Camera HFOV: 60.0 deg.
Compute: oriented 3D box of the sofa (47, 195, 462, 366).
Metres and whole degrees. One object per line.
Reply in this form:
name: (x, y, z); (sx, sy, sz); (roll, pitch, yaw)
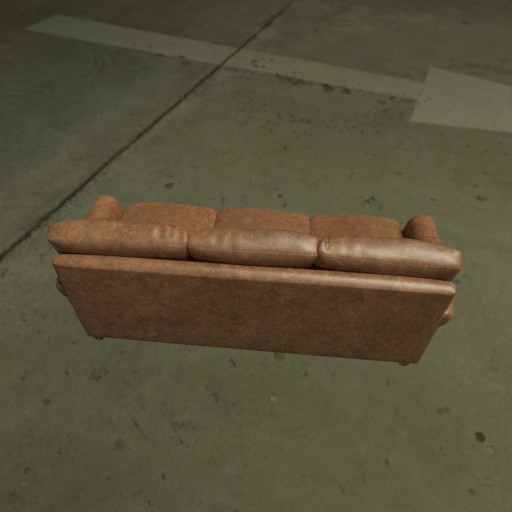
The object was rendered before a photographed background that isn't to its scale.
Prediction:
sofa: (0.000, 0.000, 2.894); (2.351, 0.977, 0.973); (4, 47, 4)
